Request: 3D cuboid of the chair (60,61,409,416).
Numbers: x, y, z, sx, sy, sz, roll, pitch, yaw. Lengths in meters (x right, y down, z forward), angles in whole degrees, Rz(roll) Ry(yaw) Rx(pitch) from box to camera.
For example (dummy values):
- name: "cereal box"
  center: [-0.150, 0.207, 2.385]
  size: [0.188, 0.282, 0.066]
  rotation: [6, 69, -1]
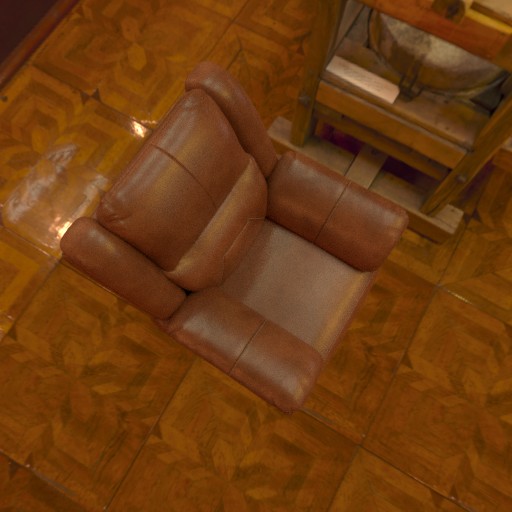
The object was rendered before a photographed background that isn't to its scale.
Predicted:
- name: "chair"
  center: [0.000, 0.000, 1.927]
  size: [1.041, 1.093, 0.990]
  rotation: [32, 77, 8]
